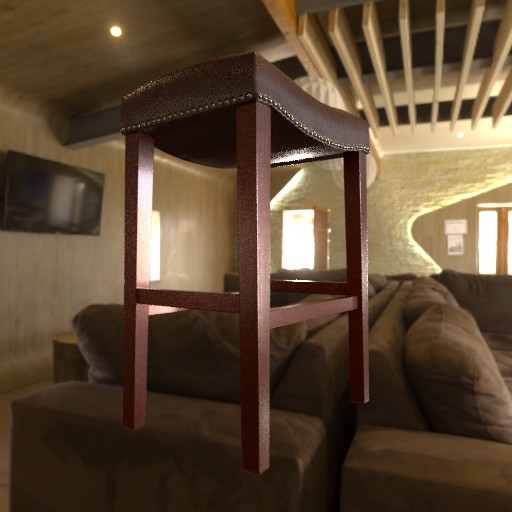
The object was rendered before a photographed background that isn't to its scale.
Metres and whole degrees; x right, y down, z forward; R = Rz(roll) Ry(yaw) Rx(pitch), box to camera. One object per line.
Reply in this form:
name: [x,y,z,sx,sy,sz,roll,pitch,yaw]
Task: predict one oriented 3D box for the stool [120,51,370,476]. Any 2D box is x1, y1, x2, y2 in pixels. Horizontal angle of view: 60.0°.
stool: [0.000,0.000,1.043,0.372,0.742,0.504,0,0,36]
